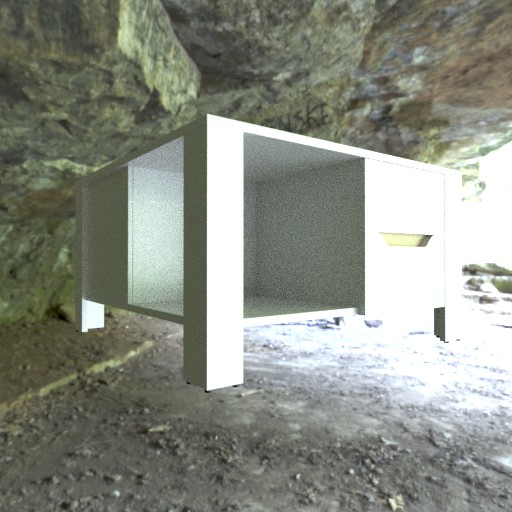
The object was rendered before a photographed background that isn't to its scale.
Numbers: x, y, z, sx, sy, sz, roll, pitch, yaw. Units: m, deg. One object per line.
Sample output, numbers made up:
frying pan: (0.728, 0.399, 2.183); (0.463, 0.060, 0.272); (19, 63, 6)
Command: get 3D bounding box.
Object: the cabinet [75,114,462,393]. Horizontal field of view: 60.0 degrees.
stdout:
cabinet: (0.000, 0.000, 1.285); (0.800, 0.460, 0.800); (0, -1, -37)
